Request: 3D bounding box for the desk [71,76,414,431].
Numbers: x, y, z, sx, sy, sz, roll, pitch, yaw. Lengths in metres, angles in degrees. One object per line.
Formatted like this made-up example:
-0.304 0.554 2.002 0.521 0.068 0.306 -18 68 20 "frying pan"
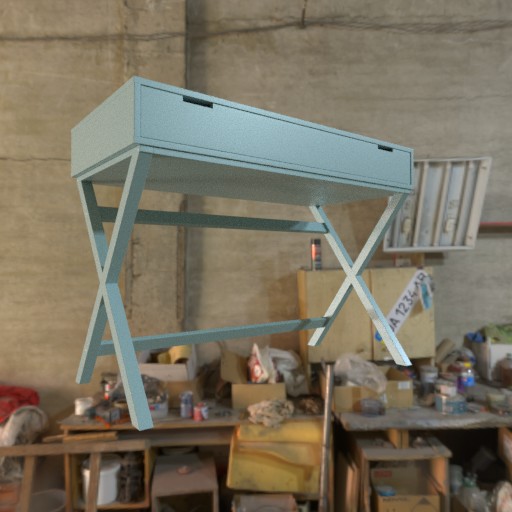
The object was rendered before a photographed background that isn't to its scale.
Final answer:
0.000 0.000 1.489 1.059 0.780 0.509 0 -1 -37 "desk"
